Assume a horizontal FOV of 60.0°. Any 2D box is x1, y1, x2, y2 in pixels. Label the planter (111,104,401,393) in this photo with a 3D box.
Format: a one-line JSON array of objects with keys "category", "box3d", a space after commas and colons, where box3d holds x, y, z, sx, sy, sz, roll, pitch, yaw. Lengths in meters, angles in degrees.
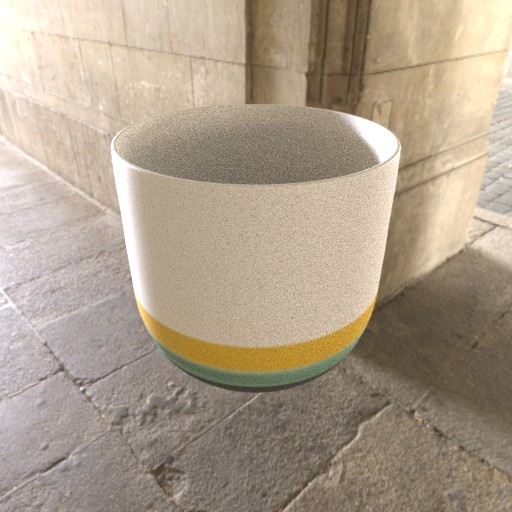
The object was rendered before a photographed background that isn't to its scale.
[{"category": "planter", "box3d": [0.000, 0.000, 0.490, 0.268, 0.270, 0.268, 0, 31, 0]}]
